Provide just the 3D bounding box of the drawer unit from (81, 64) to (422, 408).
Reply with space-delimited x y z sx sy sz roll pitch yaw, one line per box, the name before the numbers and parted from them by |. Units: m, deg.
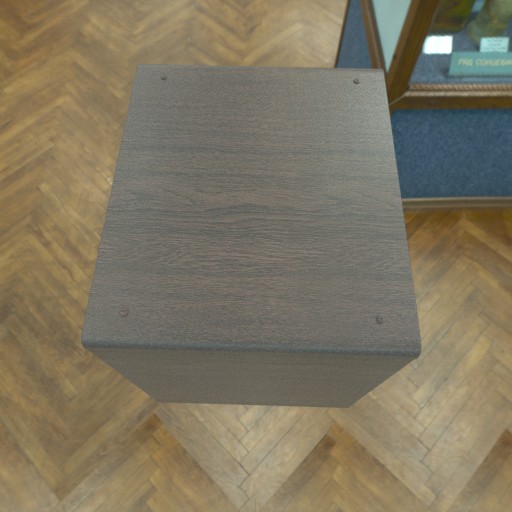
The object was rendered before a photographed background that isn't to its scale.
drawer unit | 0.000 0.000 0.601 0.290 0.344 0.344 1 64 1
